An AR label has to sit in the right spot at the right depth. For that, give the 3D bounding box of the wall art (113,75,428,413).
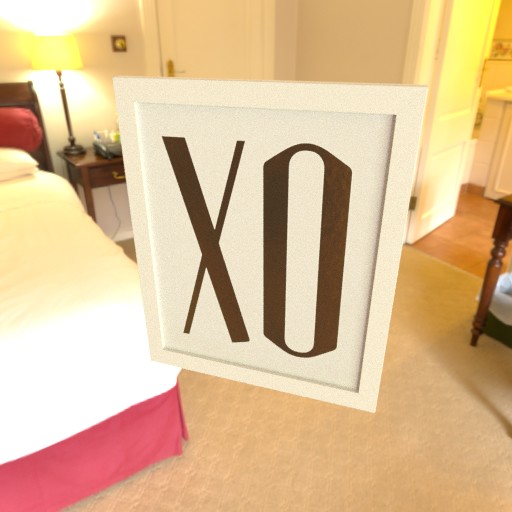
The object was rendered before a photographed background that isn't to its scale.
[{"bbox_3d":[0.000,0.000,0.725,0.444,0.536,0.020,8,28,16],"label":"wall art"}]
